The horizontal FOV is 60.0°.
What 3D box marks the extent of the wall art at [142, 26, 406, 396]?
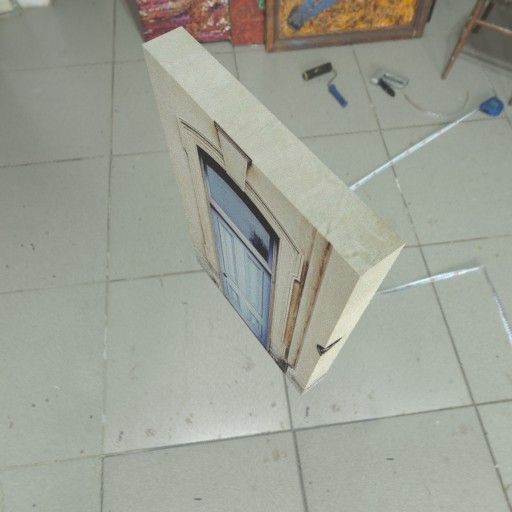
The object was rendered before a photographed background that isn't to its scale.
[{"bbox_3d":[0.000,0.000,0.480,0.038,0.381,0.254,-34,67,-16],"label":"wall art"}]
